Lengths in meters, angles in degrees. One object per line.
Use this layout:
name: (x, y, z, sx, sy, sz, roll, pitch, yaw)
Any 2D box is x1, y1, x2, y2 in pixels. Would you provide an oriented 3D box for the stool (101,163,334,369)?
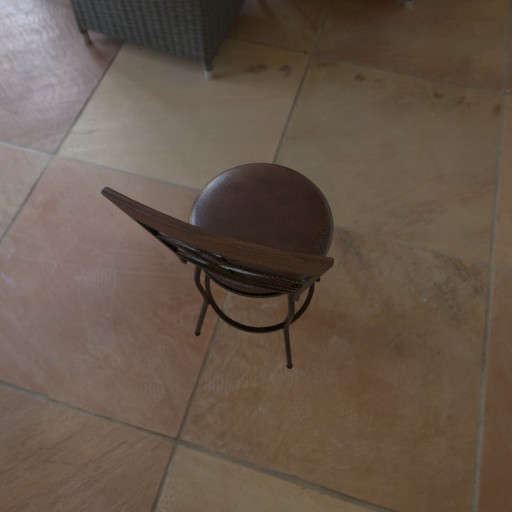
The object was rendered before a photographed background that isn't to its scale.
stool: (0.000, 0.000, 1.393, 0.448, 1.130, 0.513, 18, 65, 9)
